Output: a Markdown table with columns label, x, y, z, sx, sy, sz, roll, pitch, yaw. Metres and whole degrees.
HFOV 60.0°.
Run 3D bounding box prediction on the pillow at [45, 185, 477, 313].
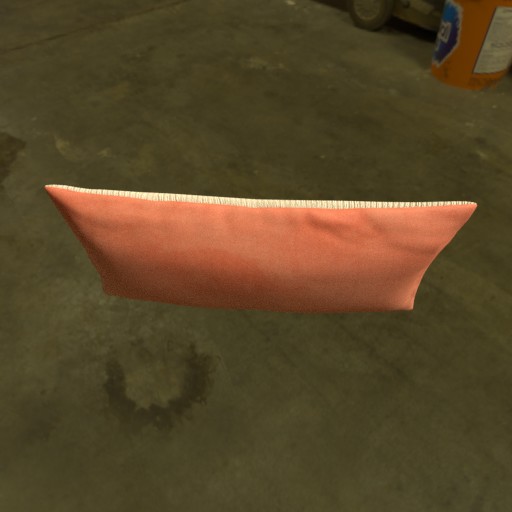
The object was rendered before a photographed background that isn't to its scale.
| label | x | y | z | sx | sy | sz | roll | pitch | yaw |
| --- | --- | --- | --- | --- | --- | --- | --- | --- | --- |
| pillow | 0.000 | 0.000 | 0.746 | 0.608 | 0.307 | 0.155 | 3 | 47 | 2 |
